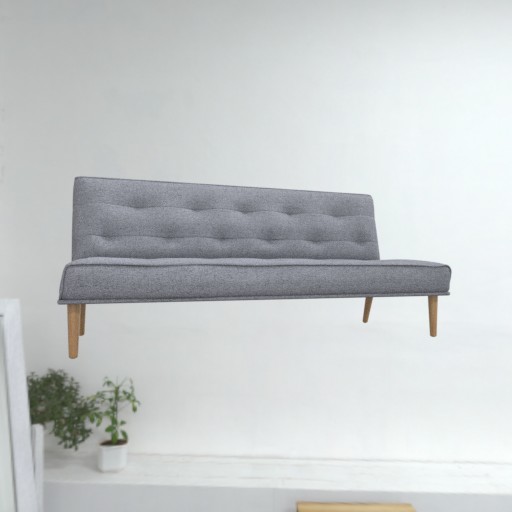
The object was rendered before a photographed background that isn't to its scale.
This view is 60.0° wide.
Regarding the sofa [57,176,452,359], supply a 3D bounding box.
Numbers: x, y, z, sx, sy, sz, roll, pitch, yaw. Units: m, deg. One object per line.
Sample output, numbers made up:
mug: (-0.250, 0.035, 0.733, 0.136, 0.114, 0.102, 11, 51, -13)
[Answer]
sofa: (0.000, 0.000, 2.301, 1.820, 0.830, 0.810, 1, -2, -19)
